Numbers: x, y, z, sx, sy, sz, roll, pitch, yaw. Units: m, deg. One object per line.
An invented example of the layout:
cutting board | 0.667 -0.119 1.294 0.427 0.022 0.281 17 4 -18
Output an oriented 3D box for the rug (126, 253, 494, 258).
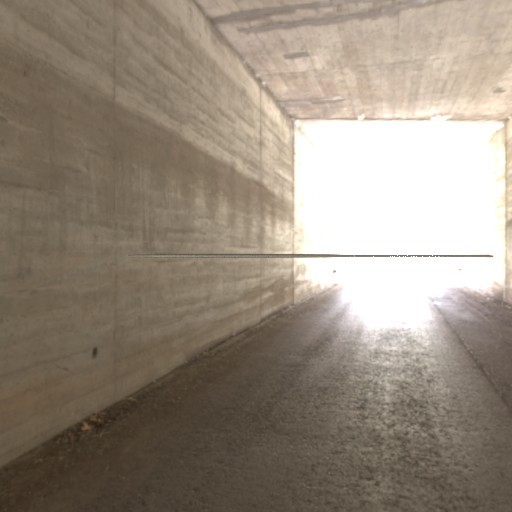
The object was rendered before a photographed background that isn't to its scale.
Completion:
rug | 0.000 0.000 3.424 1.819 0.018 2.746 0 0 -18
